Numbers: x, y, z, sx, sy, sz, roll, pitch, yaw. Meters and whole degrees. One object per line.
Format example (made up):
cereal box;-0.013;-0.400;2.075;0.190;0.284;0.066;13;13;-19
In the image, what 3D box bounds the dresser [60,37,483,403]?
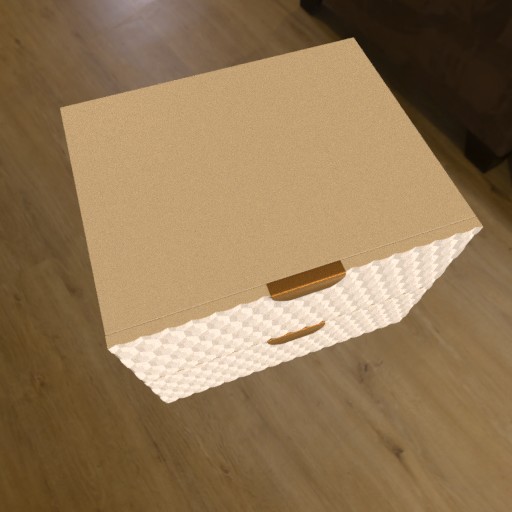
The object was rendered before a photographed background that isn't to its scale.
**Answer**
dresser;0.000;0.000;0.890;0.503;0.568;0.414;-17;64;-9
